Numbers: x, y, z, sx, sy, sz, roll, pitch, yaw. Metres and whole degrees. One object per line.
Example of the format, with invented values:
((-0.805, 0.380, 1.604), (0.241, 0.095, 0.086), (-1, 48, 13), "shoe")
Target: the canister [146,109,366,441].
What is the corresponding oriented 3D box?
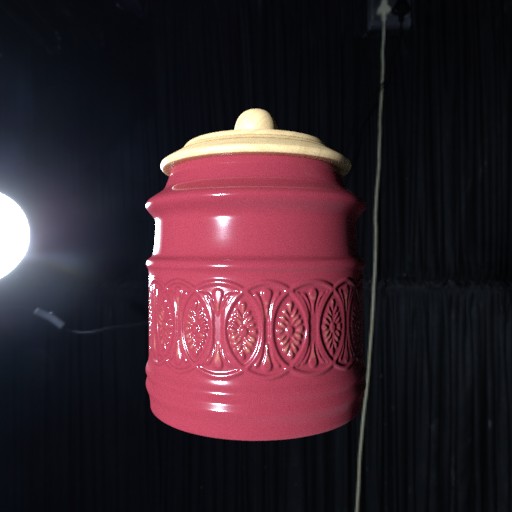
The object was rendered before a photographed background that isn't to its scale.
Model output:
((0.000, 0.000, 0.268), (0.130, 0.176, 0.130), (0, 0, 0), "canister")
